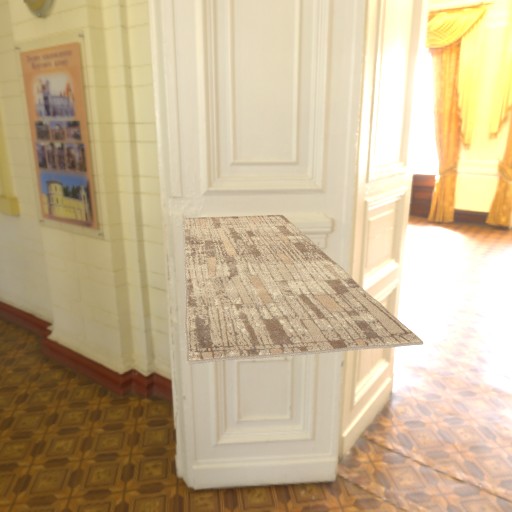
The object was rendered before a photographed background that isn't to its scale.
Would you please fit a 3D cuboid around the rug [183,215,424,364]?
[{"bbox_3d":[0.000,0.000,2.656,0.857,0.018,2.383,-3,17,-9],"label":"rug"}]
